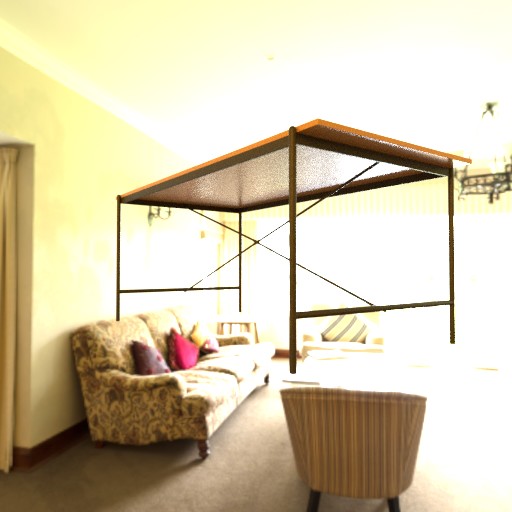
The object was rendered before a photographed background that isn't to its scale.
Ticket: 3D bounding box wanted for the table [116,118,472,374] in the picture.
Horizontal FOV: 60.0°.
[{"bbox_3d":[0.000,0.000,2.261,0.900,0.758,1.800,1,-2,-36],"label":"table"}]
